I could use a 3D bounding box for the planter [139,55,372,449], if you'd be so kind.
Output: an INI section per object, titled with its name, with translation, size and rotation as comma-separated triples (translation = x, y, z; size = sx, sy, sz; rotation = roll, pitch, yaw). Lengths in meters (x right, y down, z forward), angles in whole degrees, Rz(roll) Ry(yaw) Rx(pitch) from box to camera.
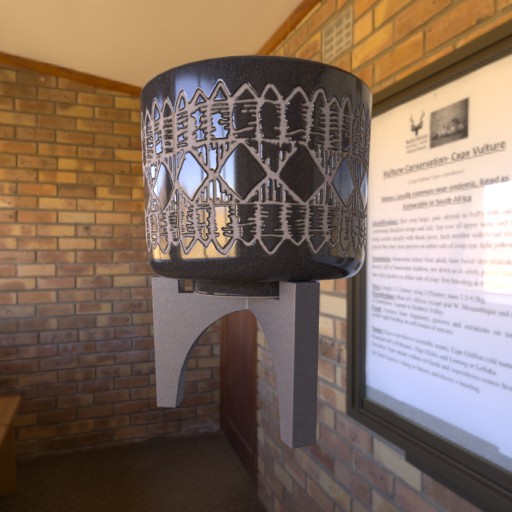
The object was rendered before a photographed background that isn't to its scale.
[planter]
translation = 0.000, 0.000, 0.386
size = 0.196, 0.264, 0.196
rotation = 0, 0, 37
